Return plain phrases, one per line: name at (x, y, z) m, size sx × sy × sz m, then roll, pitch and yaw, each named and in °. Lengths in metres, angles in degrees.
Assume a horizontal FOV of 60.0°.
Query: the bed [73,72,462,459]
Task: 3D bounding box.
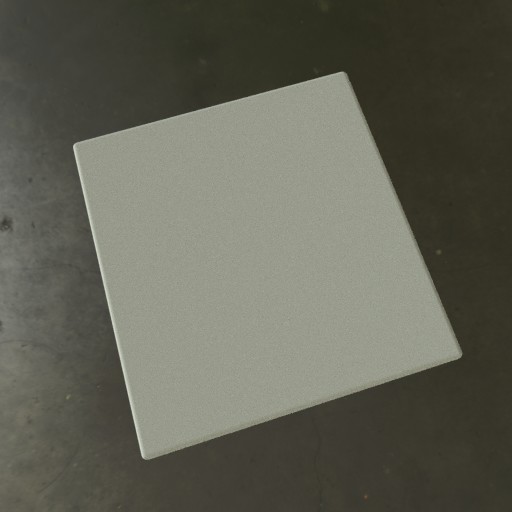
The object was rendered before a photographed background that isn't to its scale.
bed at (0.000, 0.000, 3.045) m, size 1.930 × 0.616 × 2.049 m, roll -16°, pitch 76°, yaw -4°
